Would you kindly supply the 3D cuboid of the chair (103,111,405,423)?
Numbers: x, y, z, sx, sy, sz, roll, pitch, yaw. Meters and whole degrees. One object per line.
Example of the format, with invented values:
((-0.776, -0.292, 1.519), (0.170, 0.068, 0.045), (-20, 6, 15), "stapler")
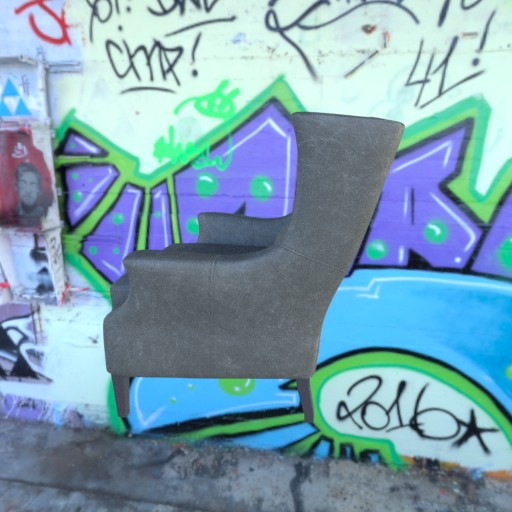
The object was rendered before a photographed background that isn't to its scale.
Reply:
((0.000, 0.000, 1.691), (0.926, 1.016, 0.853), (3, 16, 10), "chair")
